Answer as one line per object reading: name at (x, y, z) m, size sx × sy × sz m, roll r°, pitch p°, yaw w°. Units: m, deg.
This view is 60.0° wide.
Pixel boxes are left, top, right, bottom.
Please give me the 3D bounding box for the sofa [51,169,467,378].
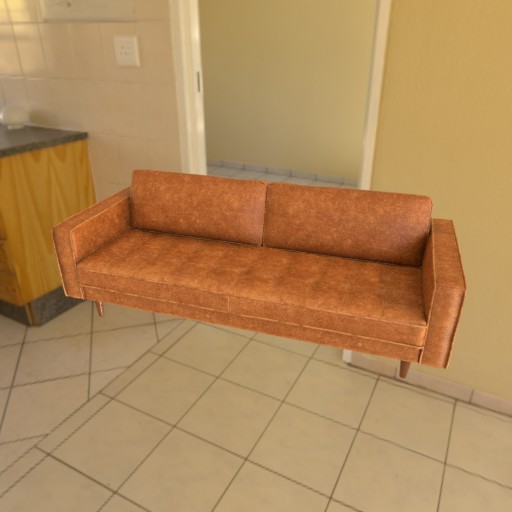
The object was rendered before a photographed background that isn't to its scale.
sofa at (0.000, 0.000, 2.625) m, size 2.199 × 0.779 × 0.886 m, roll 8°, pitch 27°, yaw 16°
